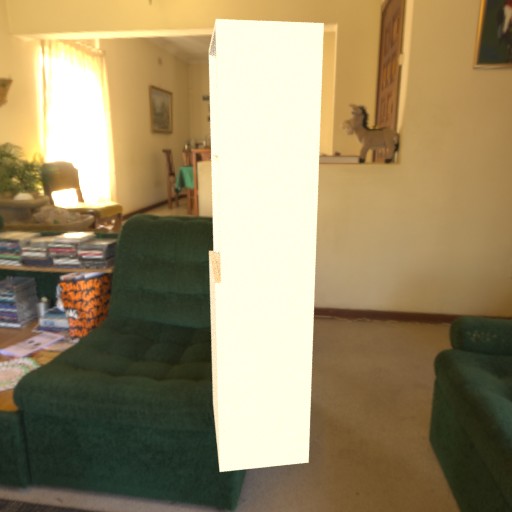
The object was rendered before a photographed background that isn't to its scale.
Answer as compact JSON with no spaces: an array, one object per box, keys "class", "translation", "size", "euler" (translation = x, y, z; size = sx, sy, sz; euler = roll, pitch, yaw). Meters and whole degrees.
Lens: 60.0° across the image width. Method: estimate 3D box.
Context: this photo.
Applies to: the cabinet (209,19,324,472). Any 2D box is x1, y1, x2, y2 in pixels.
[{"class":"cabinet","translation":[0.000,0.000,1.500],"size":[0.300,1.350,0.400],"euler":[-2,15,-8]}]
